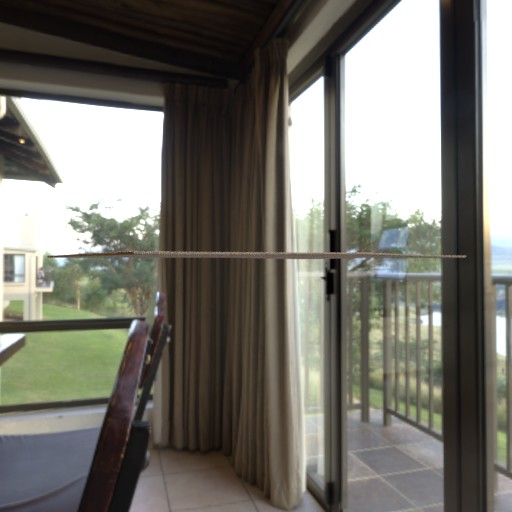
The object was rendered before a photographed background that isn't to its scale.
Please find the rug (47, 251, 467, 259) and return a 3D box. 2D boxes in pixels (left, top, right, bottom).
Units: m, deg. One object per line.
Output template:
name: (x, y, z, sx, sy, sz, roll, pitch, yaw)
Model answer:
rug: (0.000, 0.000, 2.933, 2.264, 0.030, 1.624, 1, -1, -35)
